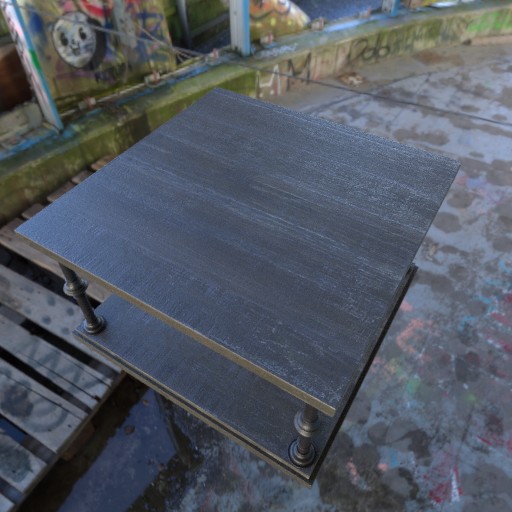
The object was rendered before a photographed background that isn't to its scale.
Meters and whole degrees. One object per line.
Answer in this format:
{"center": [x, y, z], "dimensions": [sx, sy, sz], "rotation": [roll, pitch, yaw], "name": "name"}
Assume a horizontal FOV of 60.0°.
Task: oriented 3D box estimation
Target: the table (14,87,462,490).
{"center": [0.000, 0.000, 1.101], "dimensions": [0.696, 0.400, 0.696], "rotation": [24, 52, 21], "name": "table"}
